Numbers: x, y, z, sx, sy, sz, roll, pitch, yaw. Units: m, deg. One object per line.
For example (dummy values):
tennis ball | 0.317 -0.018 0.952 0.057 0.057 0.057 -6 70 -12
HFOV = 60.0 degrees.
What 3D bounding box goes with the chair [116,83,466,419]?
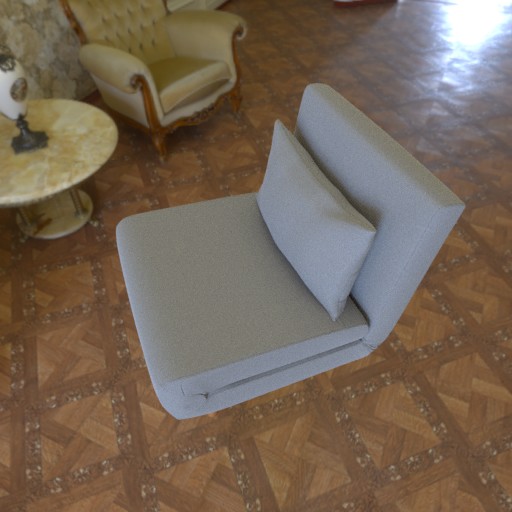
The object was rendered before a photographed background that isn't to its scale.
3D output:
chair | 0.000 0.000 1.546 0.902 0.808 0.770 -16 48 -15
